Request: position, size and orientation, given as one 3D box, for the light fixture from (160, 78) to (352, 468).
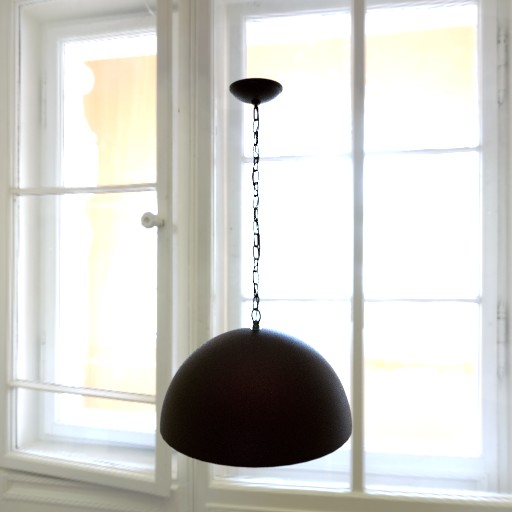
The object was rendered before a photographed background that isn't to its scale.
[{"bbox_3d":[0.000,0.000,1.153,0.492,0.869,0.492,0,1,-35],"label":"light fixture"}]
